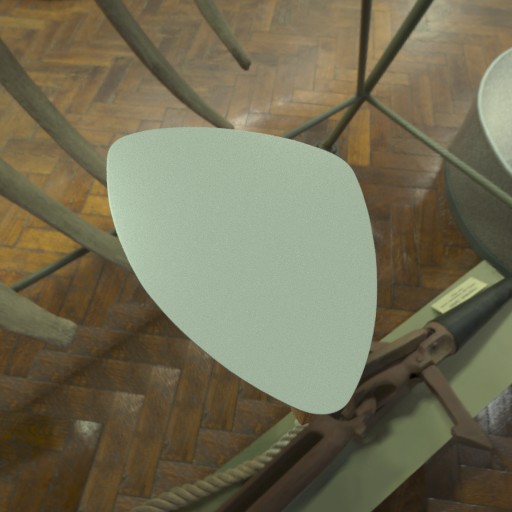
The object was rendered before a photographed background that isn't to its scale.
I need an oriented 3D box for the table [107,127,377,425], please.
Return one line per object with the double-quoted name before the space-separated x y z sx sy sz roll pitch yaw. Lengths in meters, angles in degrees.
"table" 0.000 0.000 1.670 0.850 0.440 1.250 -32 63 -18
